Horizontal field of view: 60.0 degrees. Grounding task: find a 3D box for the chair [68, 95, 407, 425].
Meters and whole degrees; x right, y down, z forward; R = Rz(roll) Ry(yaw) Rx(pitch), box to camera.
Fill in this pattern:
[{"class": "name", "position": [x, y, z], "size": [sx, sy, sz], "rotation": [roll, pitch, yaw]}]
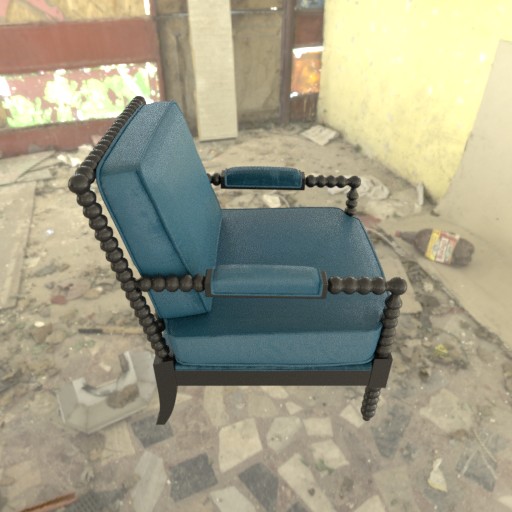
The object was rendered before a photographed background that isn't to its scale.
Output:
[{"class": "chair", "position": [0.000, 0.000, 1.422], "size": [0.805, 0.857, 0.688], "rotation": [0, 35, 0]}]
